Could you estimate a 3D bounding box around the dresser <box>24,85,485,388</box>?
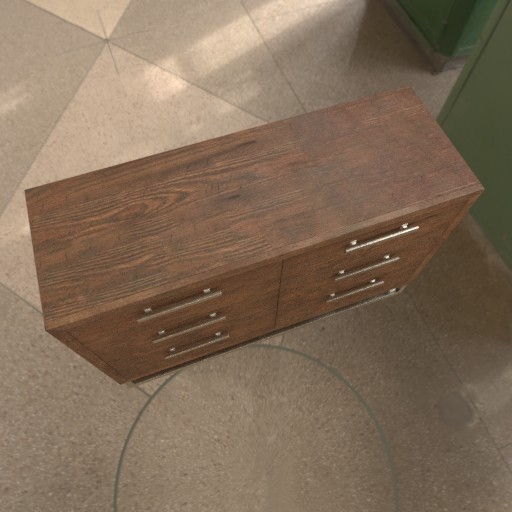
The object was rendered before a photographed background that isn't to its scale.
[{"bbox_3d":[0.000,0.000,2.147,1.646,1.061,0.623,-18,64,-9],"label":"dresser"}]
